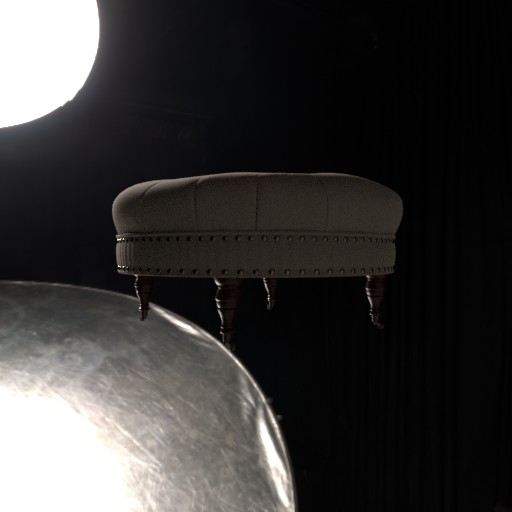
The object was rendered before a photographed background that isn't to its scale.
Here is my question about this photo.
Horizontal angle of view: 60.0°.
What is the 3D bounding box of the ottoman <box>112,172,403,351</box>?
[{"bbox_3d":[0.000,0.000,1.420,0.901,0.439,0.901,0,0,0],"label":"ottoman"}]
